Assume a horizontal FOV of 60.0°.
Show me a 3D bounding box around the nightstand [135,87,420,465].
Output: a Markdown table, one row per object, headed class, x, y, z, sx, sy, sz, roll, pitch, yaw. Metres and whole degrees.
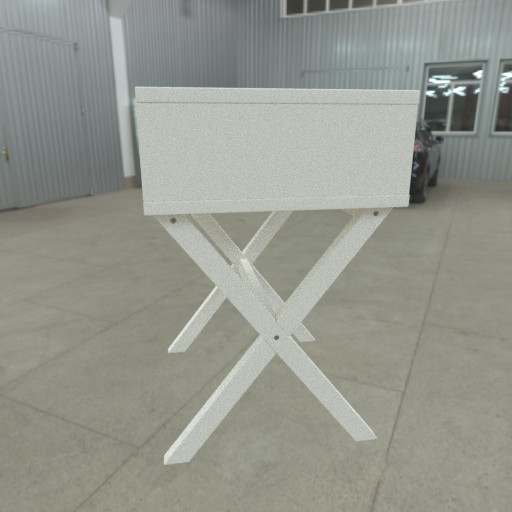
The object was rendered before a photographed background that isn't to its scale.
| class | x | y | z | sx | sy | sz | roll | pitch | yaw |
| --- | --- | --- | --- | --- | --- | --- | --- | --- | --- |
| nightstand | 0.000 | 0.000 | 0.925 | 0.402 | 0.623 | 0.479 | -3 | 17 | -9 |
